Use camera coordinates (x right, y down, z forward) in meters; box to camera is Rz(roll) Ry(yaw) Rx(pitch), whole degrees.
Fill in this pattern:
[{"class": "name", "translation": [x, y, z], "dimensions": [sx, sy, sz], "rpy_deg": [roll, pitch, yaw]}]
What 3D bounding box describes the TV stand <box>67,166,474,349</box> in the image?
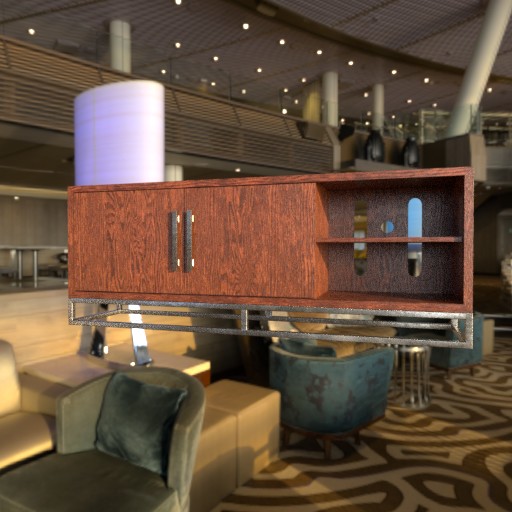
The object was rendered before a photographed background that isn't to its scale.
[{"class": "TV stand", "translation": [0.000, 0.000, 1.789], "dimensions": [1.541, 0.578, 0.382], "rpy_deg": [0, 1, 17]}]
